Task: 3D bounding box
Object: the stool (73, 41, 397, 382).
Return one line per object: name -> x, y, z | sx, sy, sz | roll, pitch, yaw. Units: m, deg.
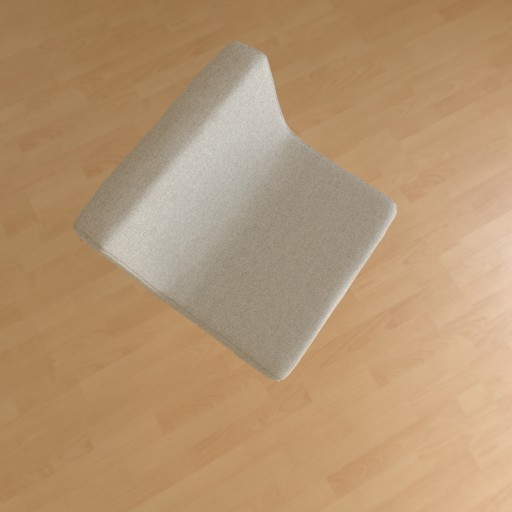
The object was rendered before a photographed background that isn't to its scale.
stool -> 0.000, 0.000, 1.251 | 0.500, 0.937, 0.511 | 35, 78, 8
